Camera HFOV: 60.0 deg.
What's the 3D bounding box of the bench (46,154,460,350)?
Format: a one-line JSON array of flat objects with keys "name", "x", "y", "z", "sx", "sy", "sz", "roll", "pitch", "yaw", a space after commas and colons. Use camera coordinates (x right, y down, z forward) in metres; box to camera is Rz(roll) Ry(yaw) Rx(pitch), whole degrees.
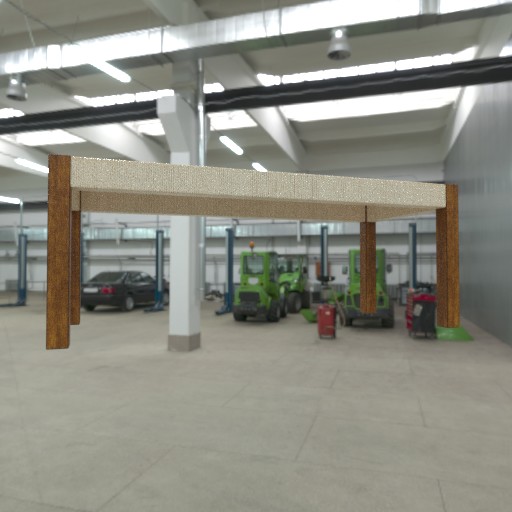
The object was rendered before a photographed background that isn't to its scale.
[{"name": "bench", "x": 0.000, "y": 0.000, "z": 1.463, "sx": 1.198, "sy": 0.457, "sz": 0.507, "roll": 1, "pitch": -2, "yaw": -19}]
